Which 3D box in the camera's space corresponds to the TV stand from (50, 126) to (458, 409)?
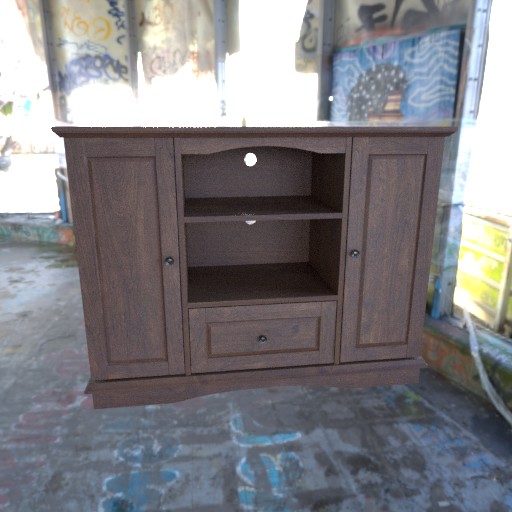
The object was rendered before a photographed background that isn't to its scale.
[{"bbox_3d":[0.000,0.000,1.453,1.067,0.813,0.406,-2,16,-8],"label":"TV stand"}]
